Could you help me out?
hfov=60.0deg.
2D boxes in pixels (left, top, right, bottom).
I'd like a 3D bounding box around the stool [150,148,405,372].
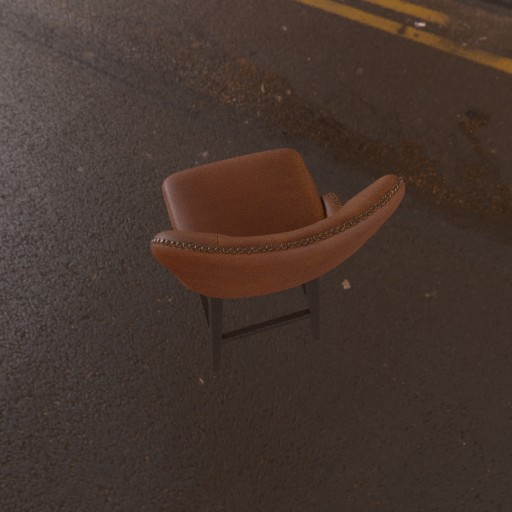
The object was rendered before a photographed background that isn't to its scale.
[{"bbox_3d":[0.000,0.000,1.329,0.528,0.971,0.593,-15,60,-9],"label":"stool"}]
